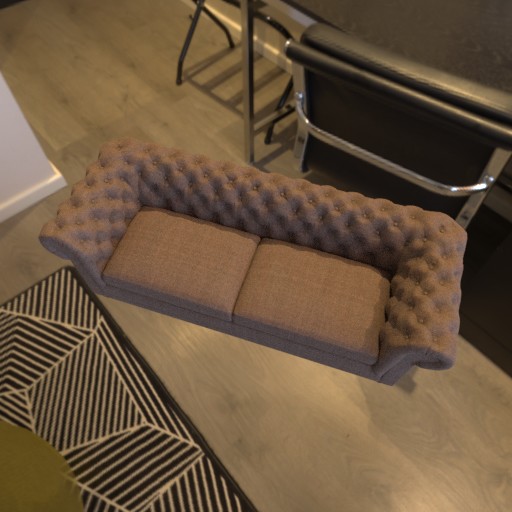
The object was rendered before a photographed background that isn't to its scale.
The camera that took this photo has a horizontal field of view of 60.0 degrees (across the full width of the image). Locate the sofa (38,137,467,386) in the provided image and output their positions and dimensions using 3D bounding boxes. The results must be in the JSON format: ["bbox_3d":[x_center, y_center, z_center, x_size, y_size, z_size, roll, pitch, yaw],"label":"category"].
[{"bbox_3d":[0.000,0.000,2.838,2.385,0.787,0.944,16,59,10],"label":"sofa"}]
